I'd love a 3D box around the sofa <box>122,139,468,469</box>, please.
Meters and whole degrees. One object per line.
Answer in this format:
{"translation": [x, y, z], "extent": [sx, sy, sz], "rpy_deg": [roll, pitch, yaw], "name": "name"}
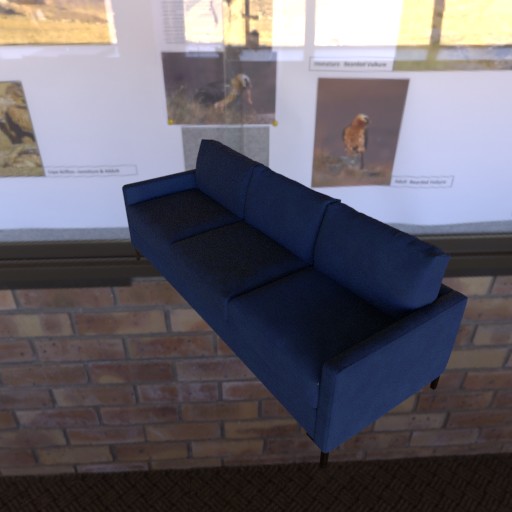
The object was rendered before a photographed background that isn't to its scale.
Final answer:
{"translation": [0.000, 0.000, 2.714], "extent": [0.875, 0.879, 2.252], "rpy_deg": [-20, 37, -29], "name": "sofa"}
